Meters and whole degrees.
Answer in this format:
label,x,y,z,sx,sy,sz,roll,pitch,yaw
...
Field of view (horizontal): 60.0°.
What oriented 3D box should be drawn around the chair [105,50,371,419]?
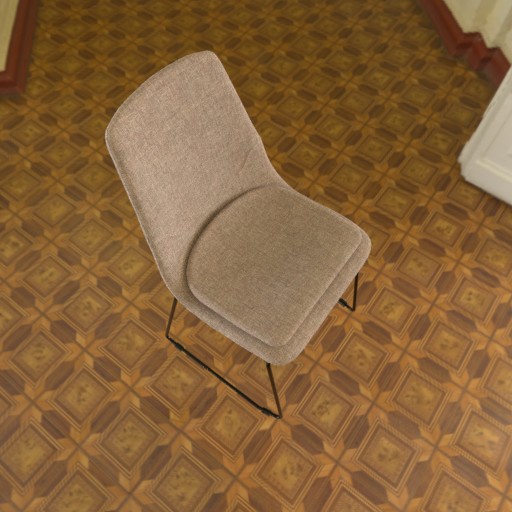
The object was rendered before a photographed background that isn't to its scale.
label,x,y,z,sx,sy,sz,roll,pitch,yaw
chair,0.000,0.000,1.148,0.518,0.858,0.479,33,65,17
